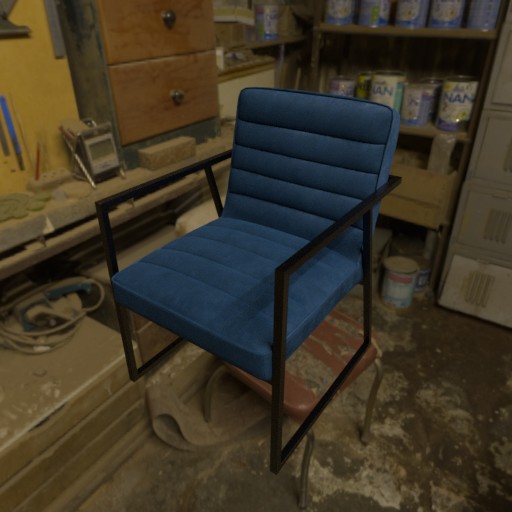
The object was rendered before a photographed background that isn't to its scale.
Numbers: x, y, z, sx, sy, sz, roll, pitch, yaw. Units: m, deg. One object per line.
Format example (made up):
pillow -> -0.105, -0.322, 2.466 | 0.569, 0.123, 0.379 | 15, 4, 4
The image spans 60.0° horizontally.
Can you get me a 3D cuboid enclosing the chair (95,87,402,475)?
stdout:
chair -> 0.000, 0.000, 1.295 | 0.571, 0.833, 0.677 | 20, 36, 30
